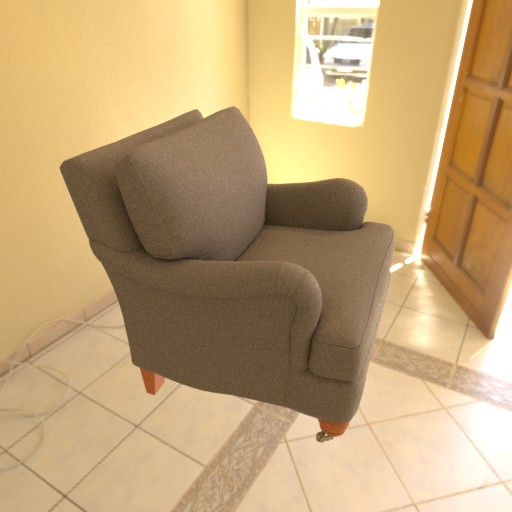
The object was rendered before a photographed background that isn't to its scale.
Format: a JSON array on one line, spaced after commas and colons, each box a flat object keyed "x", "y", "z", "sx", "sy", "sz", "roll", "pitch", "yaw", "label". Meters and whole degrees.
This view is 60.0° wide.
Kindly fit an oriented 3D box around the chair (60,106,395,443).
[{"x": 0.000, "y": 0.000, "z": 1.852, "sx": 1.070, "sy": 1.038, "sz": 0.955, "roll": 11, "pitch": 31, "yaw": 19, "label": "chair"}]
